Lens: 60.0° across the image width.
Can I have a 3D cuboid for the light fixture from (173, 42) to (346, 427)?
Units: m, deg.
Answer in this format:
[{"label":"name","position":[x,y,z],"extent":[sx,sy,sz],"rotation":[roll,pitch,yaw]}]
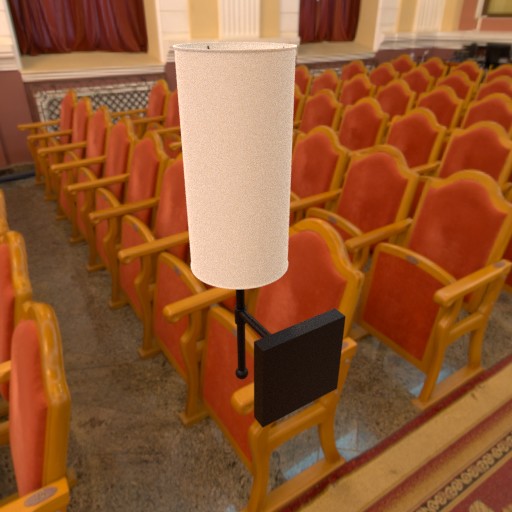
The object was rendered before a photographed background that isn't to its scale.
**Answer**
[{"label":"light fixture","position":[0.000,0.000,0.541],"extent":[0.128,0.462,0.208],"rotation":[-17,33,-28]}]
